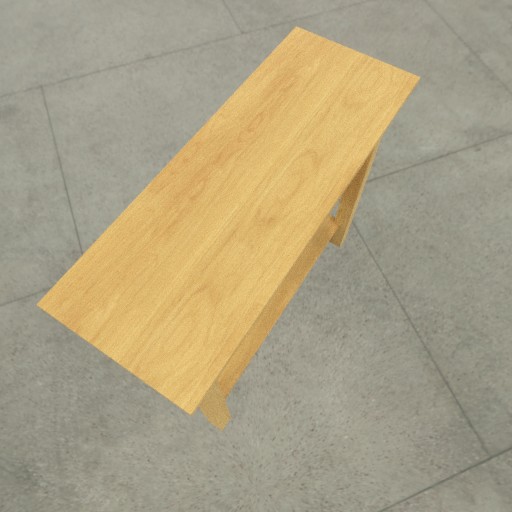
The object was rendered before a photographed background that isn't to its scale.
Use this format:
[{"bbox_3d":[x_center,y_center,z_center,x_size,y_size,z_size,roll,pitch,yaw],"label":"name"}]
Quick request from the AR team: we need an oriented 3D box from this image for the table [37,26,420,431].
[{"bbox_3d":[0.000,0.000,1.233,0.340,0.728,0.900,30,66,15],"label":"table"}]
